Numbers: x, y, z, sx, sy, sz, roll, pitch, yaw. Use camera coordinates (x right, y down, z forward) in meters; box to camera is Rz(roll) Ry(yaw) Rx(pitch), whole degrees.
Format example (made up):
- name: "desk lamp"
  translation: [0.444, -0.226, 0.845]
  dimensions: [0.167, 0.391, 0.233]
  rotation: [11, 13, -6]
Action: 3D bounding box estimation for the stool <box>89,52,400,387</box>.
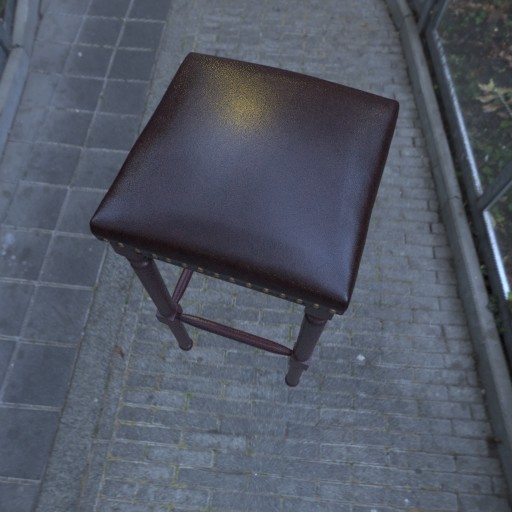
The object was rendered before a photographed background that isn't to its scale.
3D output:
- name: "stool"
  translation: [0.000, 0.000, 0.978]
  dimensions: [0.383, 0.768, 0.382]
  rotation: [17, 65, 8]
